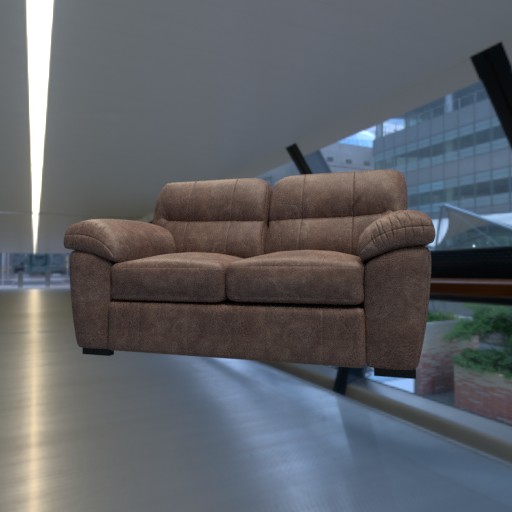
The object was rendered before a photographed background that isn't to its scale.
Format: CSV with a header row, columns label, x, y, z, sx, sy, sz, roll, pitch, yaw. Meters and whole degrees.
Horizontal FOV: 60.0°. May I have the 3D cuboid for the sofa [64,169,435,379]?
label,x,y,z,sx,sy,sz,roll,pitch,yaw
sofa,0.000,0.000,2.410,1.753,0.991,0.991,0,-1,18
